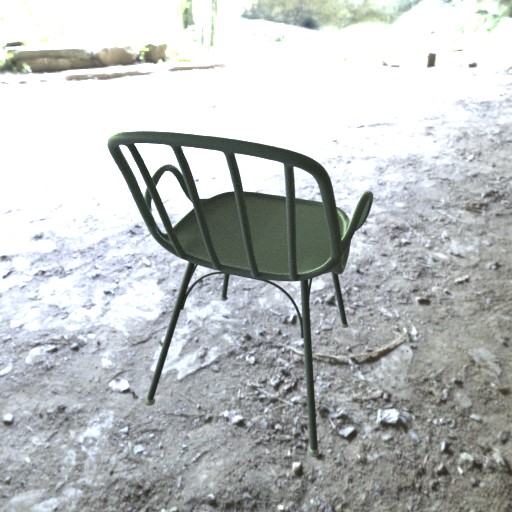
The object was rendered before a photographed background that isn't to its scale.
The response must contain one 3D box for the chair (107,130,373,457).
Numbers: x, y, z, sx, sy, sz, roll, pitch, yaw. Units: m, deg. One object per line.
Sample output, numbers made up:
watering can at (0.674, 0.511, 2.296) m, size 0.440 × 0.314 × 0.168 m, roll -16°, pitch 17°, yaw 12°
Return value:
chair at (0.000, 0.000, 1.184) m, size 0.549 × 0.816 × 0.597 m, roll 11°, pitch 34°, yaw 16°
